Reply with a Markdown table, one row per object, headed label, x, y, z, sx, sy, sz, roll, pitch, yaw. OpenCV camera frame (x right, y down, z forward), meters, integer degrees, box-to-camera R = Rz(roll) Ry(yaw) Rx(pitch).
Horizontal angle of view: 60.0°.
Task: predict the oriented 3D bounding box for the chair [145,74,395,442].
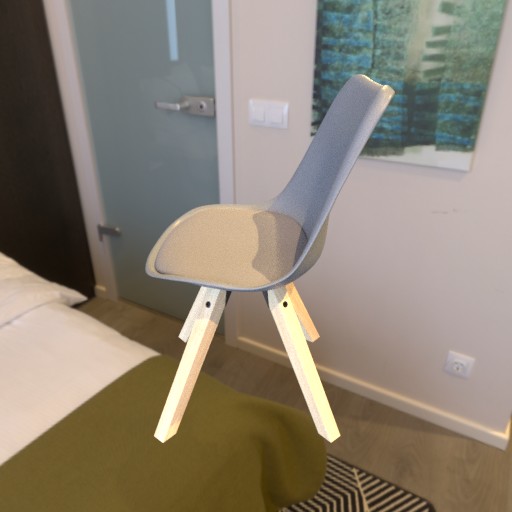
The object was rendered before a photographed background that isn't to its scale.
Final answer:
| label | x | y | z | sx | sy | sz | roll | pitch | yaw |
| --- | --- | --- | --- | --- | --- | --- | --- | --- | --- |
| chair | 0.000 | 0.000 | 1.142 | 0.550 | 0.850 | 0.485 | 0 | 27 | 0 |
